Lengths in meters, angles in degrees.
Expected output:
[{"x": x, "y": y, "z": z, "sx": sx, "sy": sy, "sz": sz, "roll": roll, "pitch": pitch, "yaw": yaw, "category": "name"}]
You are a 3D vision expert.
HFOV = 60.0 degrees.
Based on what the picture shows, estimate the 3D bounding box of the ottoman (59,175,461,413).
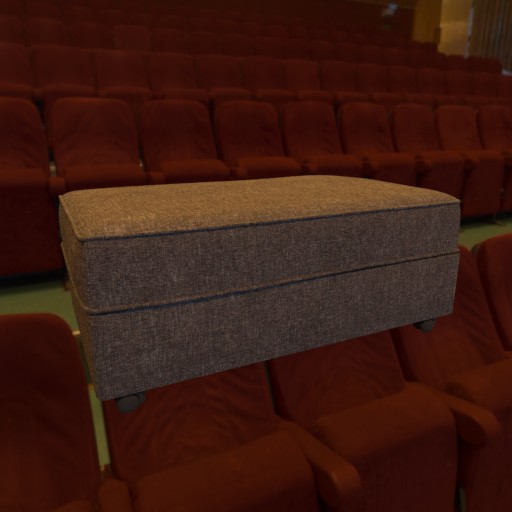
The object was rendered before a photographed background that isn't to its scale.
[{"x": 0.000, "y": 0.000, "z": 1.506, "sx": 1.184, "sy": 0.487, "sz": 0.717, "roll": -8, "pitch": 18, "yaw": -25, "category": "ottoman"}]
